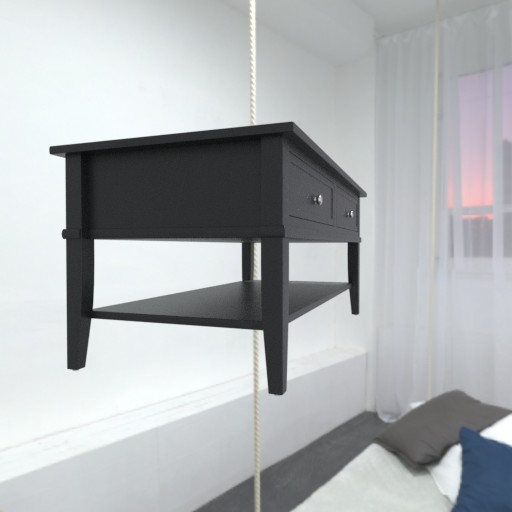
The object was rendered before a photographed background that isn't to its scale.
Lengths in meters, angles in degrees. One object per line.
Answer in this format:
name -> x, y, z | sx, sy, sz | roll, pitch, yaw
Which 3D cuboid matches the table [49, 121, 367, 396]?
table -> 0.000, 0.000, 1.318 | 0.523, 0.470, 1.044 | 0, 1, 21
